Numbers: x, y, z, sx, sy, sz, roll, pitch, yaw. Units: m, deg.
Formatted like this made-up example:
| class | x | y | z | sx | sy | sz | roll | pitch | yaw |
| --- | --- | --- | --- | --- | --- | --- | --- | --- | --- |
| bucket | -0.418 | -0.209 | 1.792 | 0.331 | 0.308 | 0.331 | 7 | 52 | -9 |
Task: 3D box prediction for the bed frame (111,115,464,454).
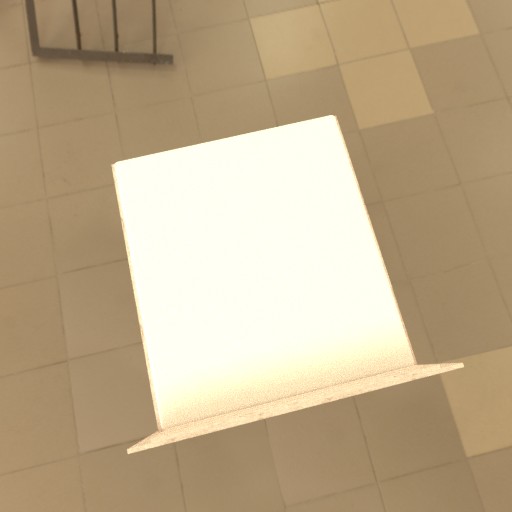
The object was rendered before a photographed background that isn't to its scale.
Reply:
| class | x | y | z | sx | sy | sz | roll | pitch | yaw |
| --- | --- | --- | --- | --- | --- | --- | --- | --- | --- |
| bed frame | 0.000 | 0.000 | 3.189 | 1.950 | 0.970 | 2.080 | -13 | 76 | -3 |
